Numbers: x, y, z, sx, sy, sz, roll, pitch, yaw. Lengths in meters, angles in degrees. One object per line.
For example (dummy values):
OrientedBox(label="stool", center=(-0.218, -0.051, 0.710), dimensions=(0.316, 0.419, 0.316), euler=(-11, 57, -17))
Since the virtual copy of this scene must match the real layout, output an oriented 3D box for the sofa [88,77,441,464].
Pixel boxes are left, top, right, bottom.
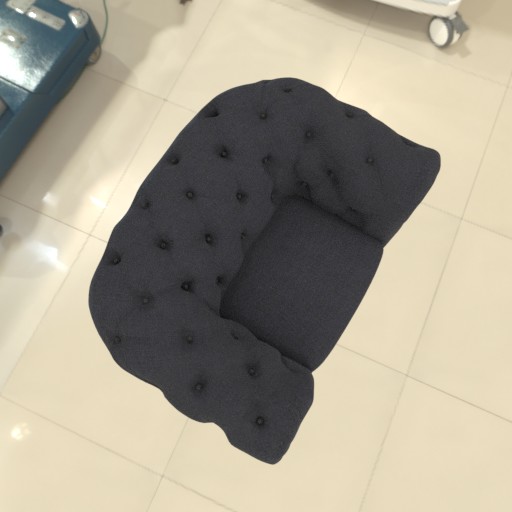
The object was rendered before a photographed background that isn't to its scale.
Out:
OrientedBox(label="sofa", center=(0.000, 0.000, 2.046), dimensions=(1.032, 0.878, 1.405), euler=(30, 78, 7))
